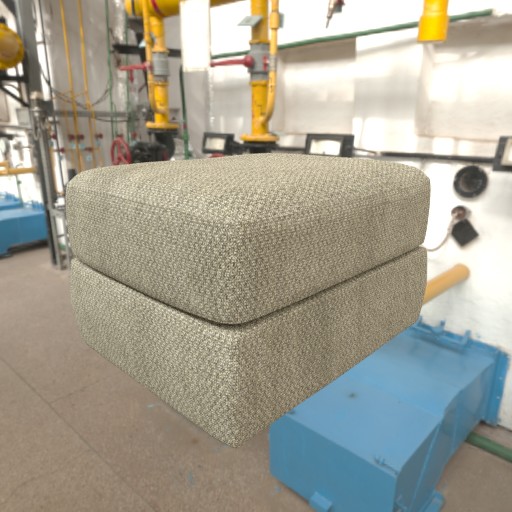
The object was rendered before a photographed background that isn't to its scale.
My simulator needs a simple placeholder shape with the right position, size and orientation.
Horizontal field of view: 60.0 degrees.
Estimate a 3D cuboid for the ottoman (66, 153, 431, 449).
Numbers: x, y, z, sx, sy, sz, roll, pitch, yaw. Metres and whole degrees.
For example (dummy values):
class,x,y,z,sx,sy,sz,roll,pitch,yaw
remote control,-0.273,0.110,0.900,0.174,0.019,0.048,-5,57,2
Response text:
class,x,y,z,sx,sy,sz,roll,pitch,yaw
ottoman,0.000,0.000,1.128,0.603,0.476,0.751,16,24,42
